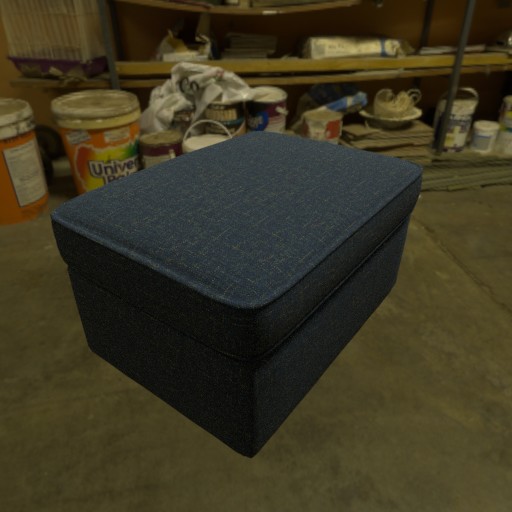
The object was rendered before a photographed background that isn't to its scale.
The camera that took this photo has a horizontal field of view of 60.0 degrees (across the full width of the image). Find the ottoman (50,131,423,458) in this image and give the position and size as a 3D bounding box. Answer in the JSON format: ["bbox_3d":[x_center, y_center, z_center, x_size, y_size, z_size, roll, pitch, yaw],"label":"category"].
[{"bbox_3d":[0.000,0.000,1.093,0.549,0.450,0.749,22,38,30],"label":"ottoman"}]
